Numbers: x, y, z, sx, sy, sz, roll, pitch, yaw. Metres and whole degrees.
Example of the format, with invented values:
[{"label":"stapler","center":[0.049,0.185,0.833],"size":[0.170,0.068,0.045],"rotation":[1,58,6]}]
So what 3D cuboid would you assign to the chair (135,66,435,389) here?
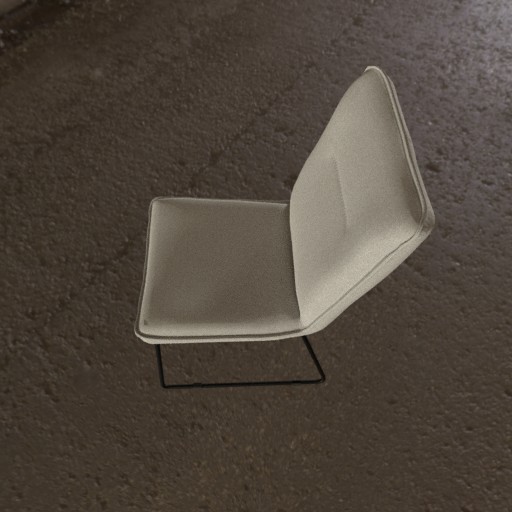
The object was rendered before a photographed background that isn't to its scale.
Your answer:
[{"label":"chair","center":[0.000,0.000,1.322],"size":[0.688,0.930,0.515],"rotation":[-2,57,-1]}]
